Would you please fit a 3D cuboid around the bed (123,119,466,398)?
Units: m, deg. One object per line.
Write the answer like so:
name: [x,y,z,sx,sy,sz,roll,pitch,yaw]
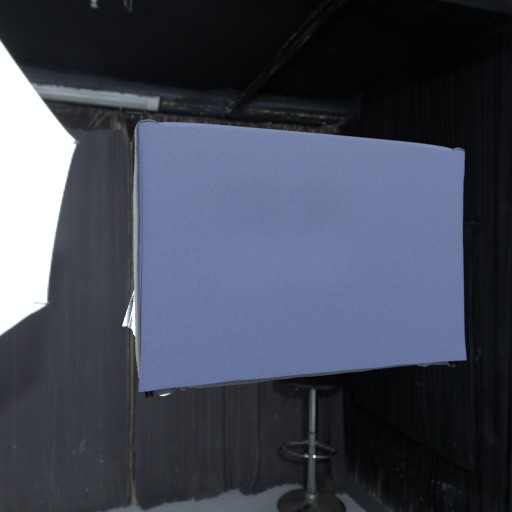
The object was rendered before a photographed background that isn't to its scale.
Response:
bed: [0.000,0.000,3.422,1.925,1.332,2.276,0,1,-18]
